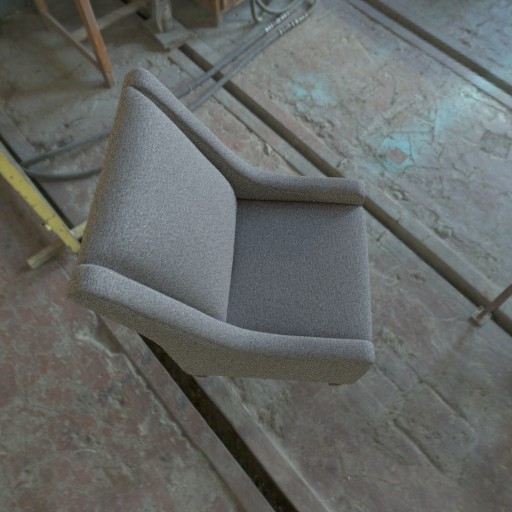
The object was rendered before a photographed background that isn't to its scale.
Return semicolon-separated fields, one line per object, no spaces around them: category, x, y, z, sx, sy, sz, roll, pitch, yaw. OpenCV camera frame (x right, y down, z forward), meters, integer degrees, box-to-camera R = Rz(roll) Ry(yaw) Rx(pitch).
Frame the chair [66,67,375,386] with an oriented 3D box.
chair;0.000;0.000;1.623;0.870;1.016;0.774;3;64;2
